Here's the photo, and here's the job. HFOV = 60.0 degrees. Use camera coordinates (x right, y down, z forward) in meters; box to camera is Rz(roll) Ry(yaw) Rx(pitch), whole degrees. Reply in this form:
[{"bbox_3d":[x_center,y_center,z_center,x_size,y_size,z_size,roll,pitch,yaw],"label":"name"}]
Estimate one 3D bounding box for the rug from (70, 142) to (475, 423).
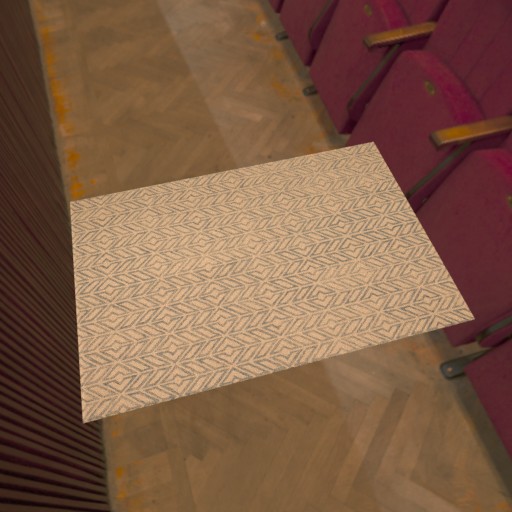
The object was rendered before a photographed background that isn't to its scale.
[{"bbox_3d":[0.000,0.000,2.291,1.824,0.008,1.220,-13,59,-8],"label":"rug"}]
